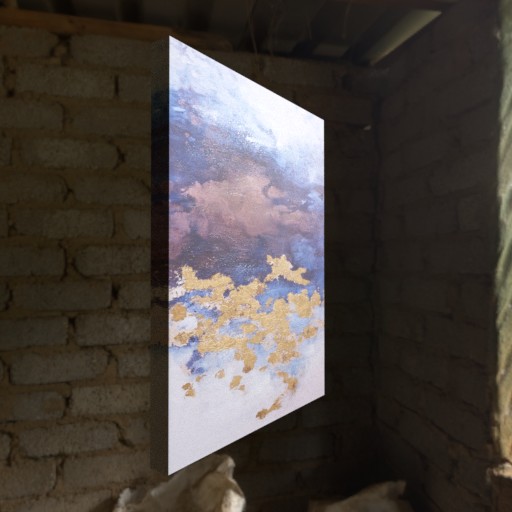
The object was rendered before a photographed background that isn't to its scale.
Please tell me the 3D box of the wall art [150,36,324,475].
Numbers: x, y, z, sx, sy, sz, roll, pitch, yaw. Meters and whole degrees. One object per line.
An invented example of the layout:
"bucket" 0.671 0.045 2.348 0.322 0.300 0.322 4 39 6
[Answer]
"wall art" 0.000 0.000 0.770 0.036 0.581 0.437 -1 -1 36
